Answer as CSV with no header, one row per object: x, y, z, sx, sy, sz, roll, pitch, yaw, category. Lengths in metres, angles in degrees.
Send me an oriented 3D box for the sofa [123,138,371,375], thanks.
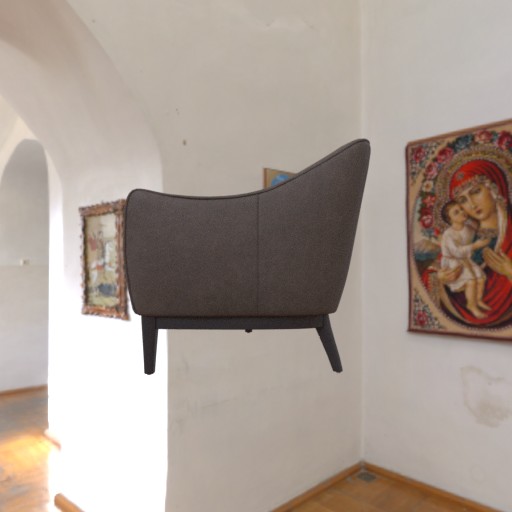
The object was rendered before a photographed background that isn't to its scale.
0.000,0.000,2.393,0.869,0.831,1.928,0,0,1,sofa
